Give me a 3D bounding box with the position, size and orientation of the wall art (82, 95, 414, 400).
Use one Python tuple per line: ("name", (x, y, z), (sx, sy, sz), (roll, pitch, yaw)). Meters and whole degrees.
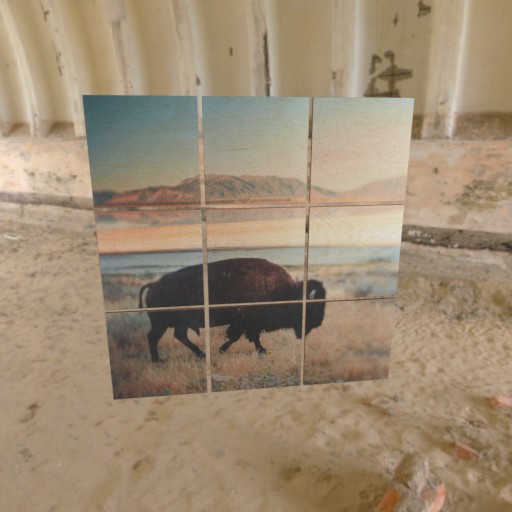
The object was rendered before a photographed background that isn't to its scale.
("wall art", (0.000, 0.000, 1.796), (1.221, 1.218, 0.019), (-2, 16, -7))
